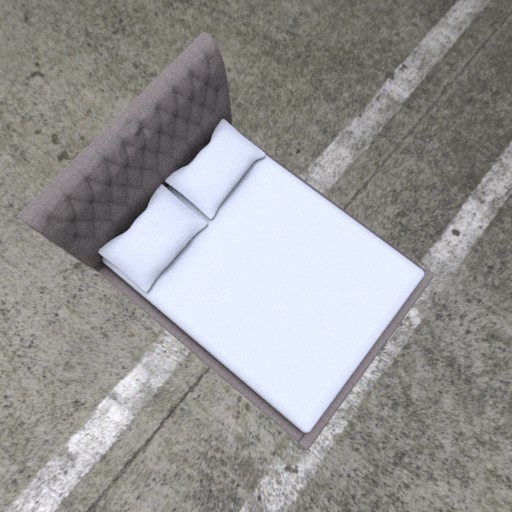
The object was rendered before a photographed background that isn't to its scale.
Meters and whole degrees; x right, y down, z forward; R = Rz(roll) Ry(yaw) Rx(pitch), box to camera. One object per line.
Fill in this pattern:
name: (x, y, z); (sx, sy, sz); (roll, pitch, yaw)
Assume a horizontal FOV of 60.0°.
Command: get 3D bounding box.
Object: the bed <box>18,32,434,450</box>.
bed: (0.000, 0.000, 3.177); (2.252, 1.371, 1.645); (38, 78, 9)
